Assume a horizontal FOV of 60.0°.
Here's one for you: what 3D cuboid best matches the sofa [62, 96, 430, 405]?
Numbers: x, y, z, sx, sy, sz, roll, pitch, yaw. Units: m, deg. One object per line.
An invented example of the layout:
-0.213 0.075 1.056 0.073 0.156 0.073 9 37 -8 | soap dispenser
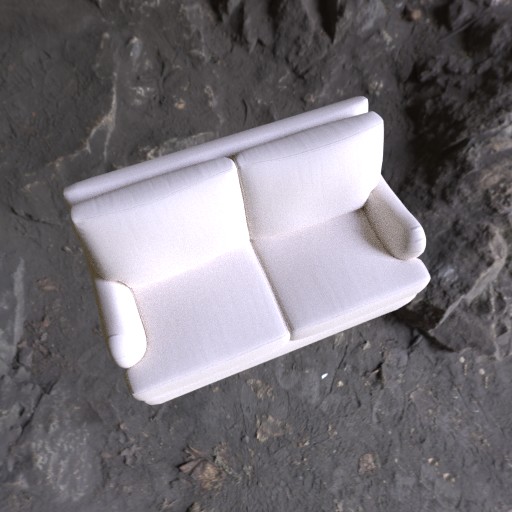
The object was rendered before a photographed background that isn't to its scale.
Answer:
0.000 0.000 2.633 1.853 1.101 1.084 -20 66 -9 | sofa
